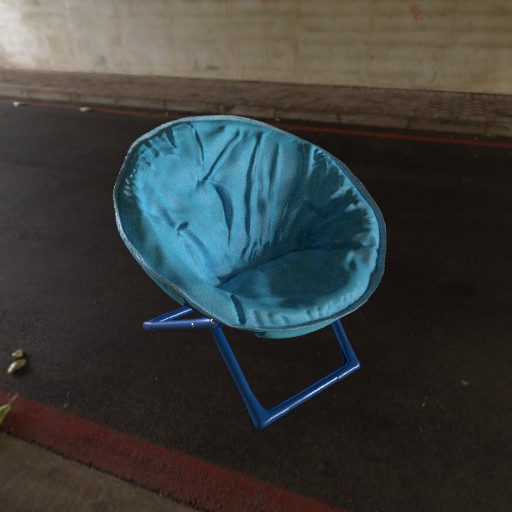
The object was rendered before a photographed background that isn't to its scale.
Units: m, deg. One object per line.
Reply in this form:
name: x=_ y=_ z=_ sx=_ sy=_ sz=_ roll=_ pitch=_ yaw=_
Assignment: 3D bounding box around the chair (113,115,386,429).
chair: x=0.000 y=0.000 z=0.901 sx=0.520 sy=0.478 sz=0.465 roll=-20 pitch=35 yaw=-31
